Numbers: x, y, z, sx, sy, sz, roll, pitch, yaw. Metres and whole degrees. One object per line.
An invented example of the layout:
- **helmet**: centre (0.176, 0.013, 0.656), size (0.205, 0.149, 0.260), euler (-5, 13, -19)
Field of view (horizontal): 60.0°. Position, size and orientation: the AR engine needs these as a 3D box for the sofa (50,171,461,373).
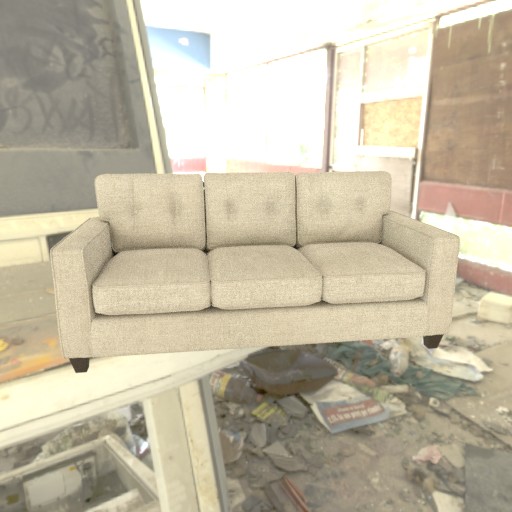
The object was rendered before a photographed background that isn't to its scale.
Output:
- **sofa**: centre (0.000, 0.000, 2.704), size (2.133, 0.965, 0.939), euler (-2, 15, -8)
